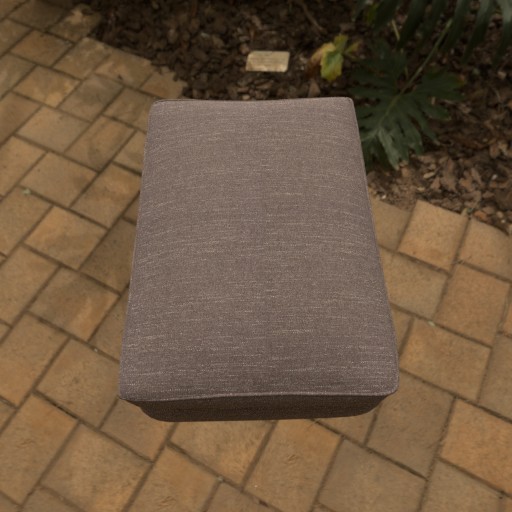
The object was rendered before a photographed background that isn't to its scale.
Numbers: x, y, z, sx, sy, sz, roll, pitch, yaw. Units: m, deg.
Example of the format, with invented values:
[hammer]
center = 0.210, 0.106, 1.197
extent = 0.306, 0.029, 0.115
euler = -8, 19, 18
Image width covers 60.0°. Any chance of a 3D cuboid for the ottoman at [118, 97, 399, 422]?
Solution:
[ottoman]
center = 0.000, 0.000, 0.995
extent = 0.508, 0.406, 0.686
euler = -1, 63, -1
